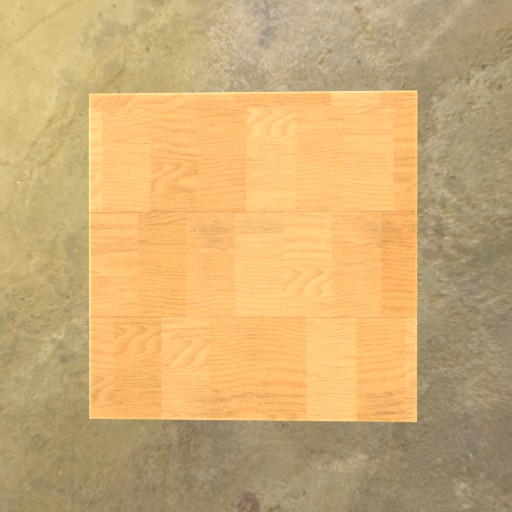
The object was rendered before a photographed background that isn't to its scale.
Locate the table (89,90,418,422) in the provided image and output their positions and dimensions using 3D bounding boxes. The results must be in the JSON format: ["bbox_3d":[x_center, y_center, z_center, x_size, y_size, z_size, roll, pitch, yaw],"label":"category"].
[{"bbox_3d":[0.000,0.000,1.376,0.747,0.738,0.747,0,90,2],"label":"table"}]
